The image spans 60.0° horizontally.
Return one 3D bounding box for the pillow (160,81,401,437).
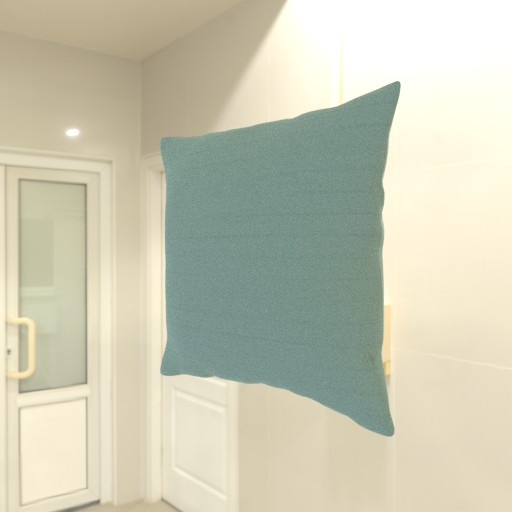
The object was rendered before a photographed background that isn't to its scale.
[{"bbox_3d":[0.000,0.000,0.719,0.470,0.464,0.175,0,1,38],"label":"pillow"}]
